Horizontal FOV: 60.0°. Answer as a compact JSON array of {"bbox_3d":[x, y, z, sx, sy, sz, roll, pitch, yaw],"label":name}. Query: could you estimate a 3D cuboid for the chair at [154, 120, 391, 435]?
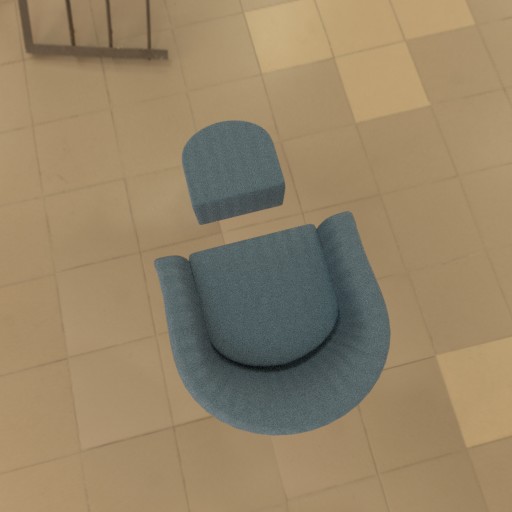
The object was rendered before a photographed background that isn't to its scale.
[{"bbox_3d":[0.000,0.000,1.804,0.756,0.757,1.288,-14,76,-4],"label":"chair"}]
